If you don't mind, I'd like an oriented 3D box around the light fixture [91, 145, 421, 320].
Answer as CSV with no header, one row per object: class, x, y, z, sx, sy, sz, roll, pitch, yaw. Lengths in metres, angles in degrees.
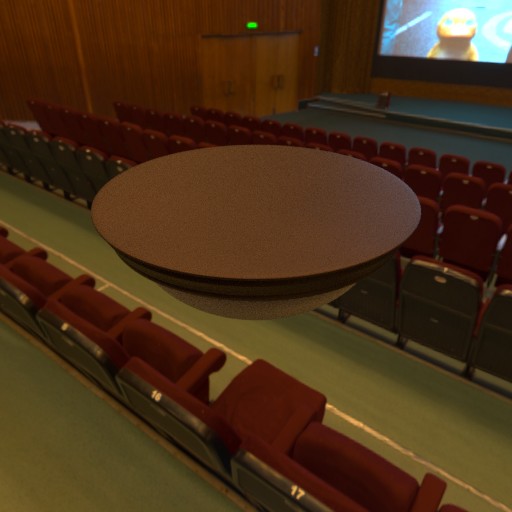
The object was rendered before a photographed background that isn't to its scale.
light fixture,0.000,0.000,0.428,0.280,0.135,0.280,0,31,0
